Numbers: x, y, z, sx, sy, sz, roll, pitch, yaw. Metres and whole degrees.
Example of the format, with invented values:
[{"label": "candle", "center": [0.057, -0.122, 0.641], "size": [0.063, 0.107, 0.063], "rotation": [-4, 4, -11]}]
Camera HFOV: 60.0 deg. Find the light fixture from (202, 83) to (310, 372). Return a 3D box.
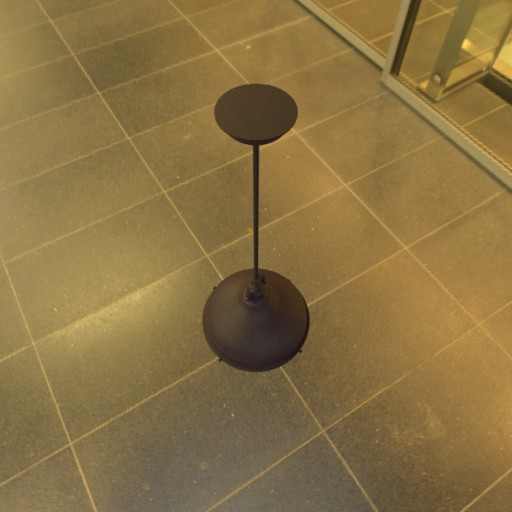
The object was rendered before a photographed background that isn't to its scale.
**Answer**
[{"label": "light fixture", "center": [0.000, 0.000, 1.047], "size": [0.341, 0.849, 0.341], "rotation": [34, 64, 19]}]
